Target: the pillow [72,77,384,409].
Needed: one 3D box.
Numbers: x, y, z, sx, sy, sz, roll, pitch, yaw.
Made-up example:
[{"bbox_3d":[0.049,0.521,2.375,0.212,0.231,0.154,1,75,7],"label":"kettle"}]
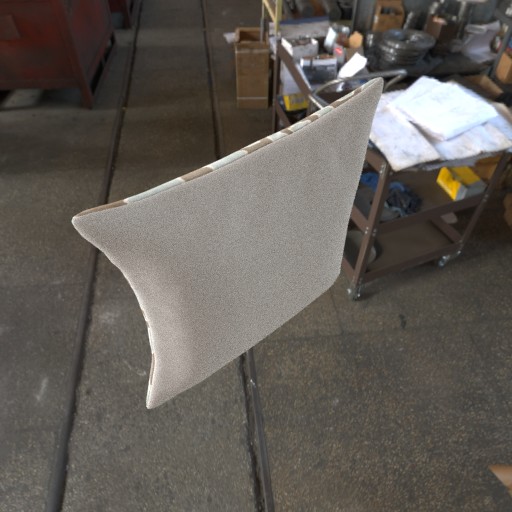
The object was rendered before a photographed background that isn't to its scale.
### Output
[{"bbox_3d":[0.000,0.000,0.806,0.552,0.508,0.166,-32,54,-26],"label":"pillow"}]
